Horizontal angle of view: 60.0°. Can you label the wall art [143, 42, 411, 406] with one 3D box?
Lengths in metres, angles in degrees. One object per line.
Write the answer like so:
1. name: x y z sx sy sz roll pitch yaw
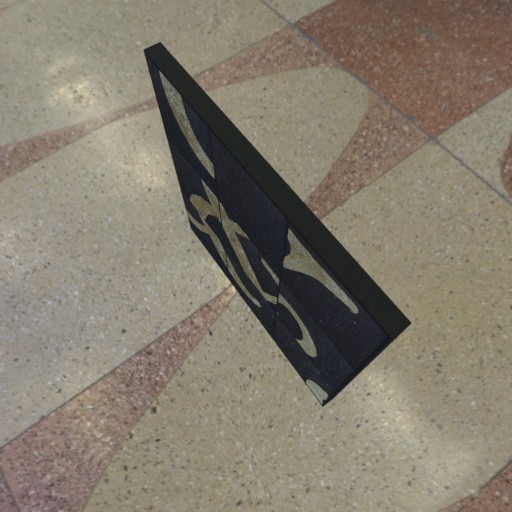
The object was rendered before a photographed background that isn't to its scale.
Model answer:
1. wall art: 0.000 0.000 1.139 0.044 0.758 0.758 -32 68 -15
